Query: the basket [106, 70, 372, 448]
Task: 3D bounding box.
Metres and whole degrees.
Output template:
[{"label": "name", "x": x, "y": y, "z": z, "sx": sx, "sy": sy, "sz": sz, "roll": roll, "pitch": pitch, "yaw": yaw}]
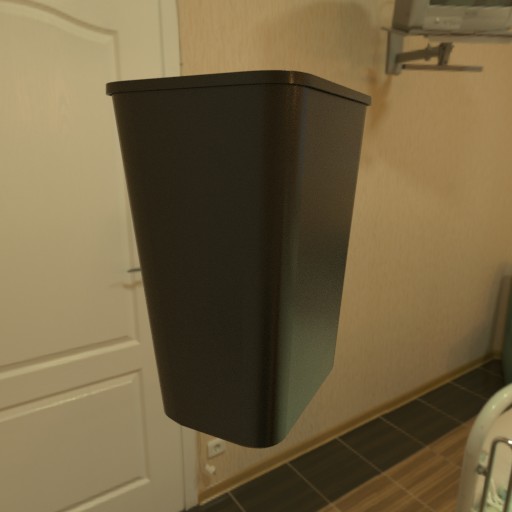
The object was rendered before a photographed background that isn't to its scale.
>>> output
[{"label": "basket", "x": 0.000, "y": 0.000, "z": 0.747, "sx": 0.287, "sy": 0.521, "sz": 0.394, "roll": 7, "pitch": 16, "yaw": 26}]
